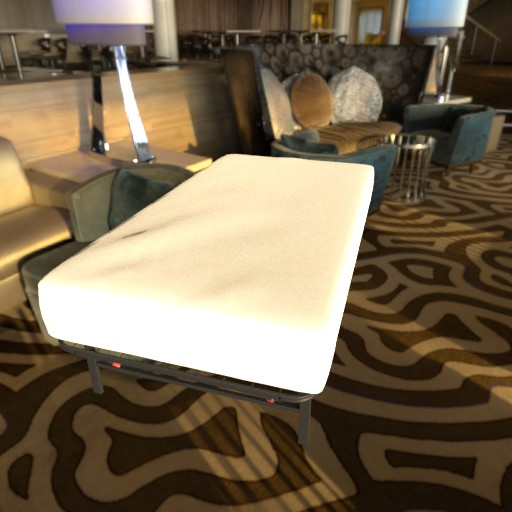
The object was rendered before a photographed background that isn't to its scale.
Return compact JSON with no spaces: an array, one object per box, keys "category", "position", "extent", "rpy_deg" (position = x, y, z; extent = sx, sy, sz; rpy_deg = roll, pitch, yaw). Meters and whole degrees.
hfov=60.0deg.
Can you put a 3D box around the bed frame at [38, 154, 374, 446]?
[{"category":"bed frame","position":[0.000,0.000,2.298],"extent":[1.025,0.640,1.908],"rpy_deg":[8,28,15]}]
